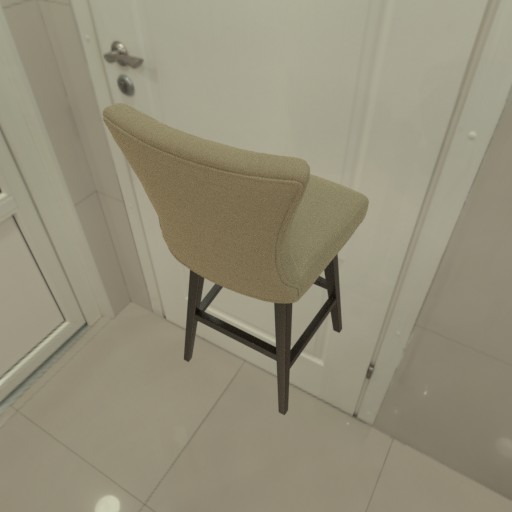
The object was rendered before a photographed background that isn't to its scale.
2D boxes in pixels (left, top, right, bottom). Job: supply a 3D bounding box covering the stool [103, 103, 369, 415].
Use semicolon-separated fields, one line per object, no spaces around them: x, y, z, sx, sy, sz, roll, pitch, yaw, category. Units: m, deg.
0.000;0.000;1.410;0.514;1.086;0.574;23;49;21;stool
